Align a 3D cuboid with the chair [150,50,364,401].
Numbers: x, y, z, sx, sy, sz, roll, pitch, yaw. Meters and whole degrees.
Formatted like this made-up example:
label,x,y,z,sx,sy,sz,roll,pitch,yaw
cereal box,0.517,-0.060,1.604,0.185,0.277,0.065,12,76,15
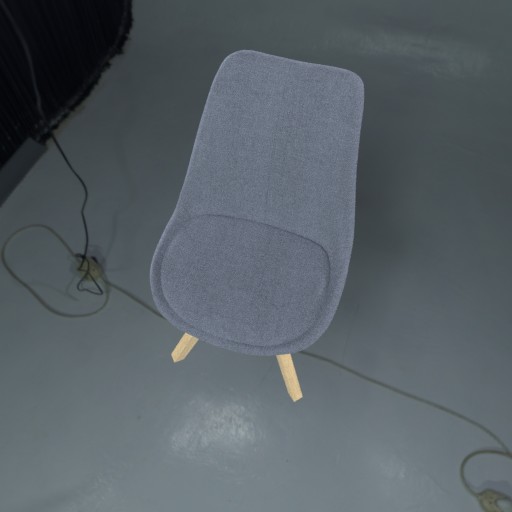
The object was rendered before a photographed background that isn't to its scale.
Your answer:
label,x,y,z,sx,sy,sz,roll,pitch,yaw
chair,0.000,0.000,1.198,0.485,0.850,0.550,16,60,9
